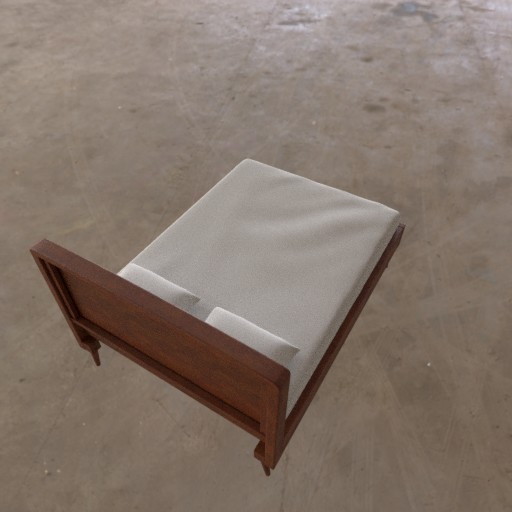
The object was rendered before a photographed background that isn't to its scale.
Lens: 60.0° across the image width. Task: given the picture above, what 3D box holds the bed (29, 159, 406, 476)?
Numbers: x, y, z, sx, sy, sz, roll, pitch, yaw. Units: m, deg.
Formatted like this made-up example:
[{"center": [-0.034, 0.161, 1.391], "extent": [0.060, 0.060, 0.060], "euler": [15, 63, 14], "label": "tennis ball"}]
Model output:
[{"center": [0.000, 0.000, 3.223], "extent": [1.587, 1.275, 2.196], "euler": [24, 51, 21], "label": "bed"}]
